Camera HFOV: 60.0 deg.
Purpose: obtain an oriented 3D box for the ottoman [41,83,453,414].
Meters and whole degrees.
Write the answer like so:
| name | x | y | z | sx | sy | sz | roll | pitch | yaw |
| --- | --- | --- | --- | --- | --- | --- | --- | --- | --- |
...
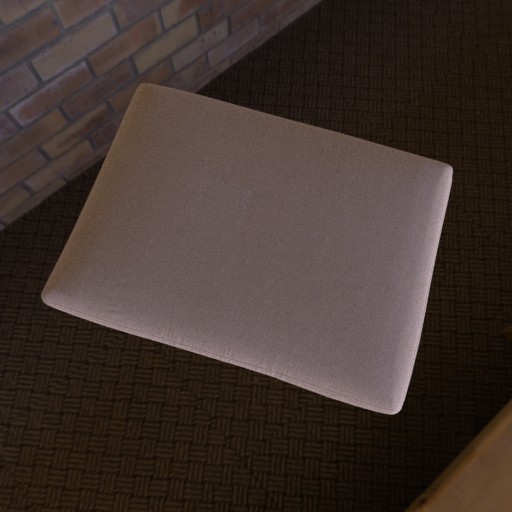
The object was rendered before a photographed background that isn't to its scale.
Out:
| name | x | y | z | sx | sy | sz | roll | pitch | yaw |
| --- | --- | --- | --- | --- | --- | --- | --- | --- | --- |
| ottoman | 0.000 | 0.000 | 1.142 | 0.771 | 0.500 | 0.569 | 17 | 75 | 5 |
